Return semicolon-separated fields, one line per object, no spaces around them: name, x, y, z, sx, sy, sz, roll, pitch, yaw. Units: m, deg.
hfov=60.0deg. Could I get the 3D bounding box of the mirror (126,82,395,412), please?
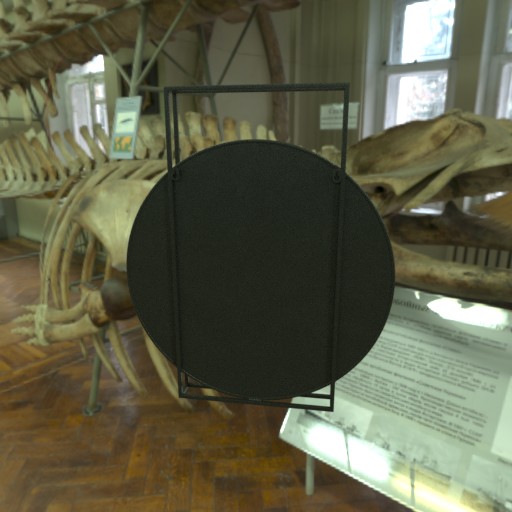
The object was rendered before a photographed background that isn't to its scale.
mirror;0.000;0.000;0.837;0.508;0.603;0.051;2;15;9
